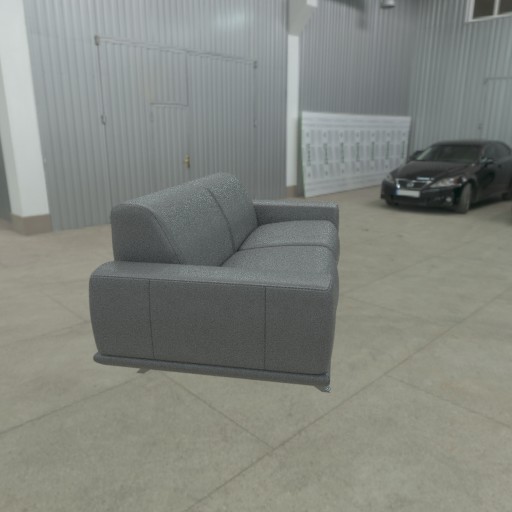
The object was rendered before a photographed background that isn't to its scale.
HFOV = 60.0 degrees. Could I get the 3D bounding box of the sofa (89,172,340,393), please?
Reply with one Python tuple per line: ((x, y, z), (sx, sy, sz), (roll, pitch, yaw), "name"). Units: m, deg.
((0.000, 0.000, 2.415), (0.900, 0.772, 1.901), (3, 16, 10), "sofa")
